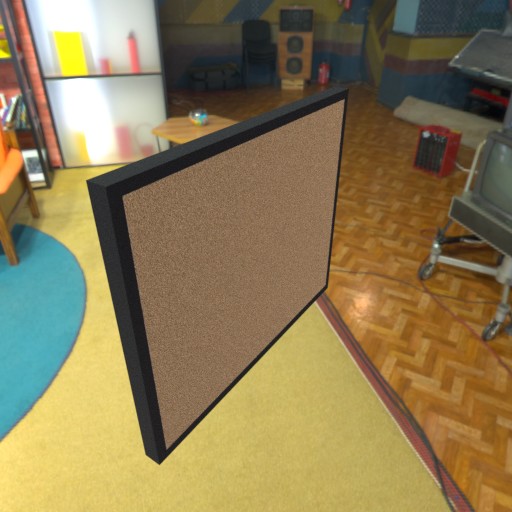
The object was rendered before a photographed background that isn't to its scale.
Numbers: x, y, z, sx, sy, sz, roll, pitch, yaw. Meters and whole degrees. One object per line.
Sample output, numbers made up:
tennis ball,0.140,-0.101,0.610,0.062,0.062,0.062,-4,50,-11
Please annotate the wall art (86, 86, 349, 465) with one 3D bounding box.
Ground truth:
wall art,0.000,0.000,0.752,0.030,0.454,0.554,20,37,29
